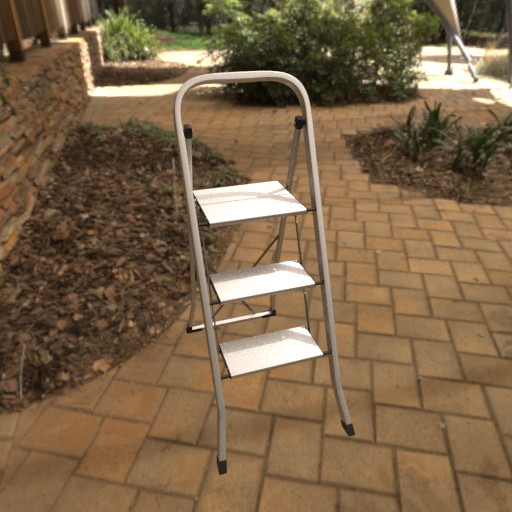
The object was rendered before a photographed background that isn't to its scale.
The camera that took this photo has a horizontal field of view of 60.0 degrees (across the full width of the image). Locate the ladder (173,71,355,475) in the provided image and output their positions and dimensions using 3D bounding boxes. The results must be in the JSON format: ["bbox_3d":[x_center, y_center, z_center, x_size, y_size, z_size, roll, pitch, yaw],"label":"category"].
[{"bbox_3d":[0.000,0.000,1.430,0.465,1.070,0.704,-9,31,-16],"label":"ladder"}]
